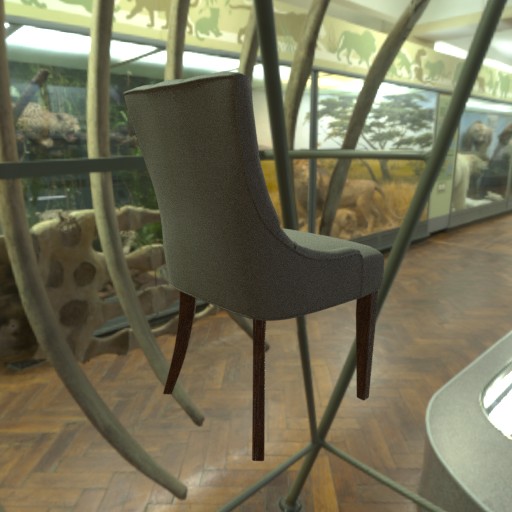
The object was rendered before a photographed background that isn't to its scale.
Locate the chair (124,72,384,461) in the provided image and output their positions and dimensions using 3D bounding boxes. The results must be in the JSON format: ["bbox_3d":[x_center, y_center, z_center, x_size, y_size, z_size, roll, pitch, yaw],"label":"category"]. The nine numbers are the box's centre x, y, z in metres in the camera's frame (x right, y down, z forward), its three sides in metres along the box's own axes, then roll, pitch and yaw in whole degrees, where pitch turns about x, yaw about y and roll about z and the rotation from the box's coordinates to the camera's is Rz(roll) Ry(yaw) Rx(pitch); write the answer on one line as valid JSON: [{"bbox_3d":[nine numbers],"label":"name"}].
[{"bbox_3d":[0.000,0.000,1.230,0.565,0.874,0.509,-13,19,-41],"label":"chair"}]
